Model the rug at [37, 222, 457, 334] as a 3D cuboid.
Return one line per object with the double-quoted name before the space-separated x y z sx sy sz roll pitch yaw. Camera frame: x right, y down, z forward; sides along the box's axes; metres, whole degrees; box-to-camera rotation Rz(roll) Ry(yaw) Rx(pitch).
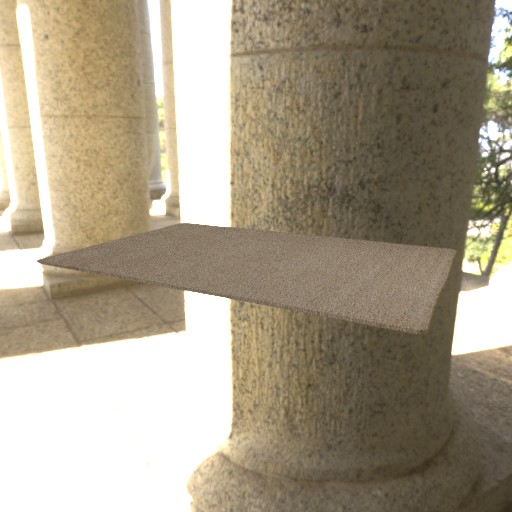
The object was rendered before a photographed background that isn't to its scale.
"rug" 0.000 0.000 3.385 2.700 0.024 1.801 7 16 27
